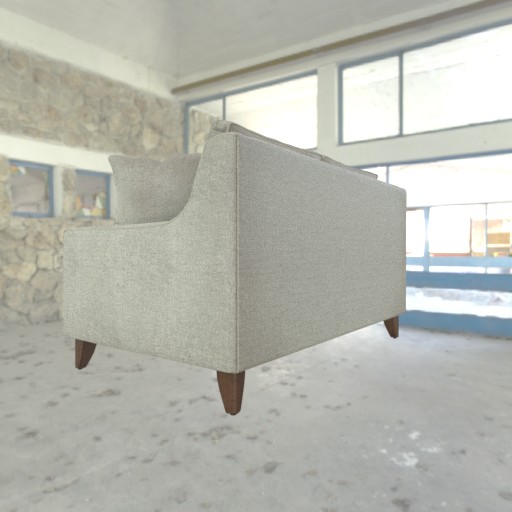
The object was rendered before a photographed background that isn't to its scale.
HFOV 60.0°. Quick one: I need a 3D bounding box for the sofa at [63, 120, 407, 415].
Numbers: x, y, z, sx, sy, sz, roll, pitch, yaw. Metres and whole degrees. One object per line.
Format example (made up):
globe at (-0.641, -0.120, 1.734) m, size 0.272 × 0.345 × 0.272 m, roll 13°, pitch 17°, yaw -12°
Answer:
sofa at (0.000, 0.000, 2.006) m, size 0.915 × 0.863 × 1.422 m, roll 1°, pitch 1°, yaw 37°
